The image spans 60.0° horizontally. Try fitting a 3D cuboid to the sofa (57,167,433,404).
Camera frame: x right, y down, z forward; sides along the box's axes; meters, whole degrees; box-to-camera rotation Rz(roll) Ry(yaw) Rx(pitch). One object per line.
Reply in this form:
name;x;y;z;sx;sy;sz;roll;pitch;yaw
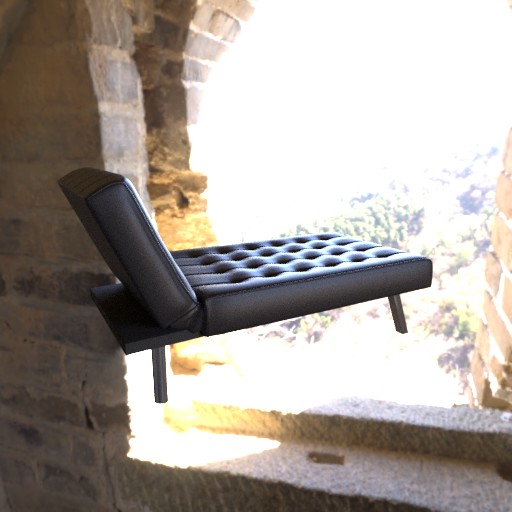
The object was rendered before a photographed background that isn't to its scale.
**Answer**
sofa;0.000;0.000;2.059;1.560;0.820;0.760;-8;16;-28
